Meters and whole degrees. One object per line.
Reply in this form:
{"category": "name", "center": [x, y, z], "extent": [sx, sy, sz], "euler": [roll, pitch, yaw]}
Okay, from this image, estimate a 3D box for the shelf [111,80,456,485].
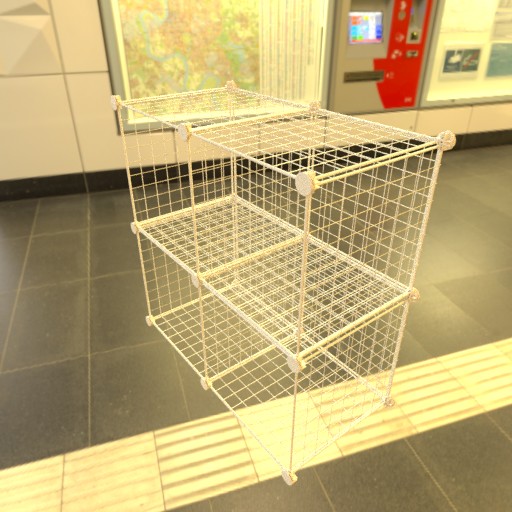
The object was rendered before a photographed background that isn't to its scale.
{"category": "shelf", "center": [0.000, 0.000, 1.116], "extent": [0.356, 0.711, 0.711], "euler": [-21, 37, -32]}
